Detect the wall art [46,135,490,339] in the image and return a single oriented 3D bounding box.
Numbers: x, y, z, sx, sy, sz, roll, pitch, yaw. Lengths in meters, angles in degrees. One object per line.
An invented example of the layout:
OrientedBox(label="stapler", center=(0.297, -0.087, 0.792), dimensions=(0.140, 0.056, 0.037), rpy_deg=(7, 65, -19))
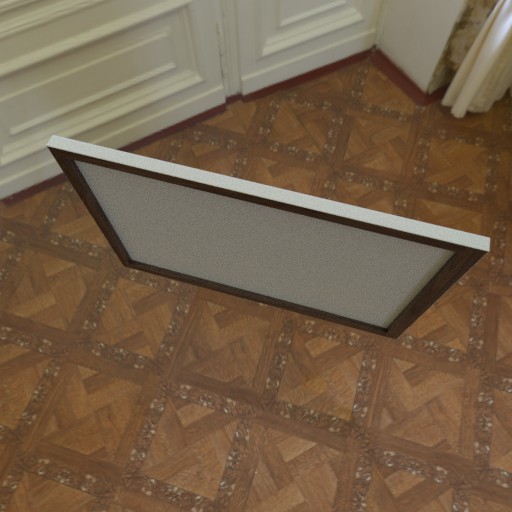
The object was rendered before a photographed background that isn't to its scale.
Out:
OrientedBox(label="wall art", center=(0.000, 0.000, 1.933), dimensions=(1.520, 1.016, 0.051), rpy_deg=(14, 65, 7))
